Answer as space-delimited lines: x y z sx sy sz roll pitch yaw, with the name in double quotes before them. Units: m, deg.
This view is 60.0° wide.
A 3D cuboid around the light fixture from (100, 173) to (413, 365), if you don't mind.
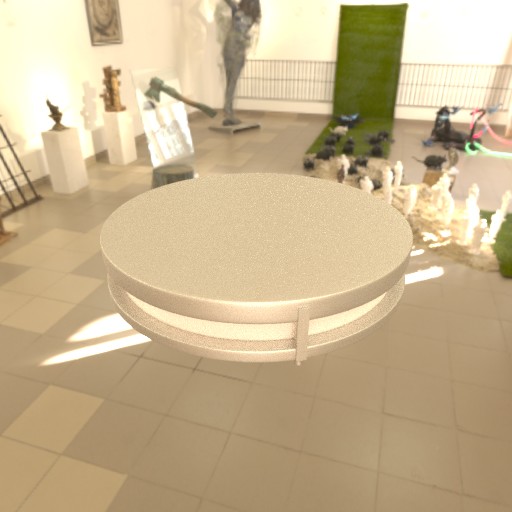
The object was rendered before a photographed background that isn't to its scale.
"light fixture" 0.000 0.000 0.548 0.356 0.102 0.356 0 28 0
